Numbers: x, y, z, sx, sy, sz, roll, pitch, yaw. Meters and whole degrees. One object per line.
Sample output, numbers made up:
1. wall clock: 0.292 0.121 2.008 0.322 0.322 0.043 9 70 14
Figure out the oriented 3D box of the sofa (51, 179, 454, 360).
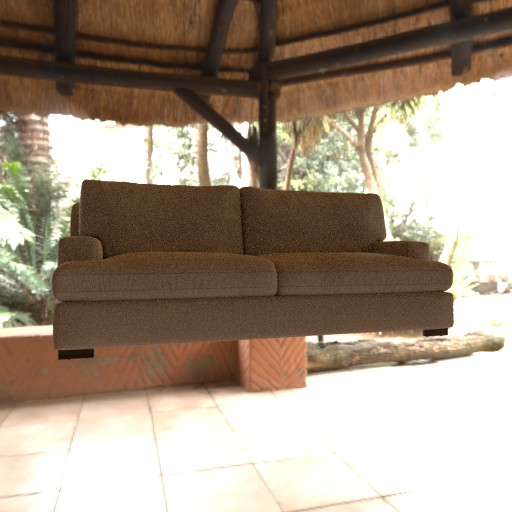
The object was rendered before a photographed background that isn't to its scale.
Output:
1. sofa: 0.000 0.000 2.642 2.147 0.925 0.929 0 0 -17
